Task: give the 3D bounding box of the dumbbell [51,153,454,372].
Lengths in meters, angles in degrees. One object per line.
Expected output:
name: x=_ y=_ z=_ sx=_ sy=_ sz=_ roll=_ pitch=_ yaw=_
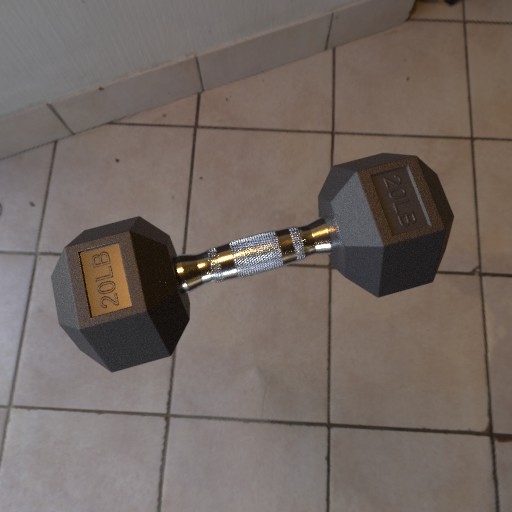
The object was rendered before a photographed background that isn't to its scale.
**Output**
dumbbell: x=0.000 y=0.000 z=0.324 sx=0.272 sy=0.092 sz=0.106 roll=-15 pitch=77 yaw=-4
